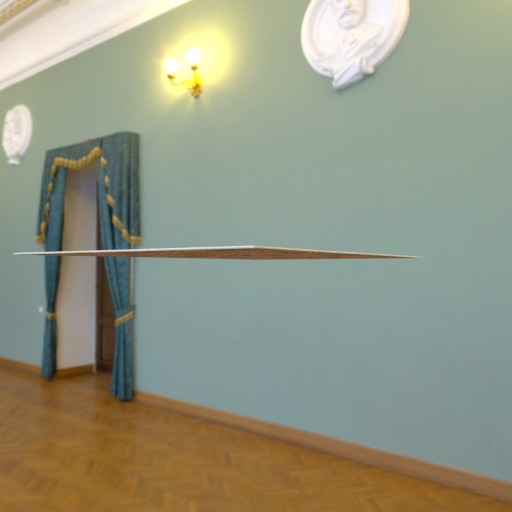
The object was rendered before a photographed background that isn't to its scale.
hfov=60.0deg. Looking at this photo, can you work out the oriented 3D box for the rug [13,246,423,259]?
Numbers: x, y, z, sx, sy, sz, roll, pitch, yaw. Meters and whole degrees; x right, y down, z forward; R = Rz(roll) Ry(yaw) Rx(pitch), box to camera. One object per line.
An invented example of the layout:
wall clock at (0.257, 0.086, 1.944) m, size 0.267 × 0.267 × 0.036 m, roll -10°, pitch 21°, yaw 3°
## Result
rug at (0.000, 0.000, 2.829) m, size 1.522 × 0.008 × 2.284 m, roll -1°, pitch -2°, yaw 34°
